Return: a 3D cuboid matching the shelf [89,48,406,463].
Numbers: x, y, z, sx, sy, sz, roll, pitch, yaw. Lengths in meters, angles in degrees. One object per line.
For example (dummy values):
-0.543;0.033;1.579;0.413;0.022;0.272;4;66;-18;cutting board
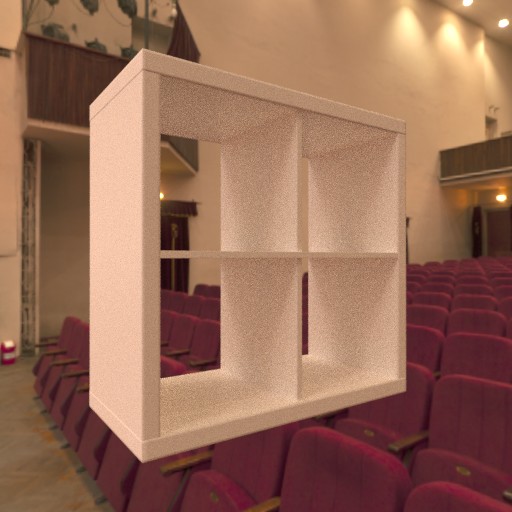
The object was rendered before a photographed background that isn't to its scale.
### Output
0.000;0.000;1.224;0.790;0.786;0.390;0;0;-35;shelf
